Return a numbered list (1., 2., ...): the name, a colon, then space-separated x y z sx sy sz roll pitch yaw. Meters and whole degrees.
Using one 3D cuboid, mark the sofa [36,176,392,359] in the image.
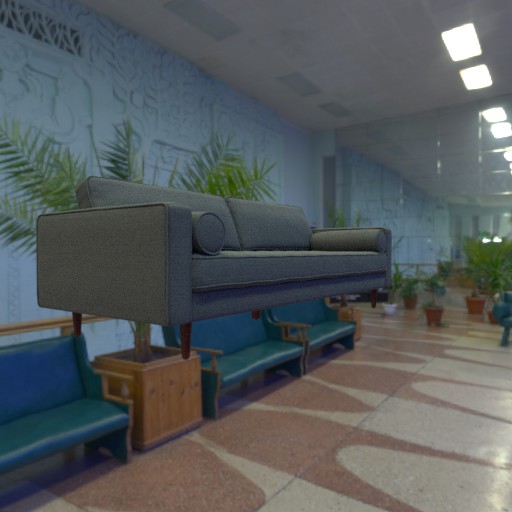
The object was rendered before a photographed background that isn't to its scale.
1. sofa: 0.000 0.000 2.648 0.914 0.762 2.198 1 1 37
